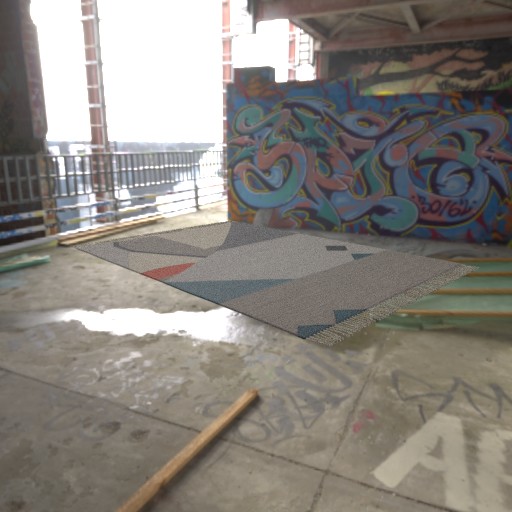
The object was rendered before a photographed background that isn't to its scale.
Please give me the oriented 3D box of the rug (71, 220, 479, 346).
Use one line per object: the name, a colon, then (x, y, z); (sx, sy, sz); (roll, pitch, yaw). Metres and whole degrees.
rug: (0.000, 0.000, 2.340); (1.220, 0.005, 1.828); (-14, 20, -43)
